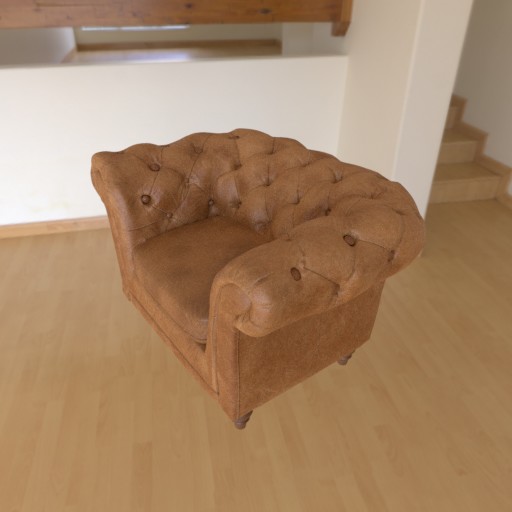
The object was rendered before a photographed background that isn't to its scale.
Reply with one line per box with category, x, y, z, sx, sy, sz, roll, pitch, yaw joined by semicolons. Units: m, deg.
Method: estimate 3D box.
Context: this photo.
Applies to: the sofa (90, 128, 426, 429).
sofa;0.000;0.000;2.075;1.033;0.878;1.405;-22;38;-30
